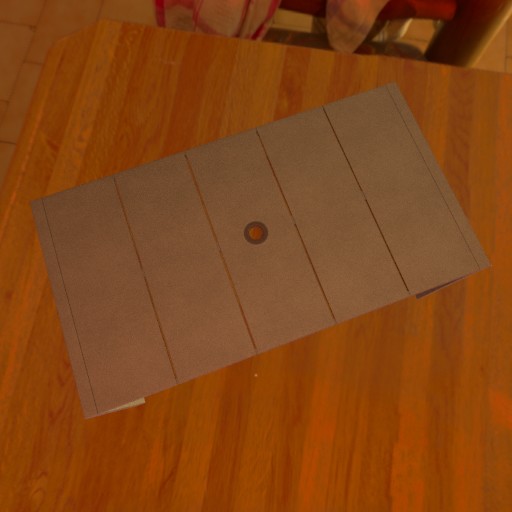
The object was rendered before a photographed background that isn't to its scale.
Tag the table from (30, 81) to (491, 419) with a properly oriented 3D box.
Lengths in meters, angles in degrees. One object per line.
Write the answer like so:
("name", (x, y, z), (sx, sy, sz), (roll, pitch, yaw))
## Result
("table", (0.000, 0.000, 2.166), (1.680, 0.735, 0.914), (-20, 76, -5))
